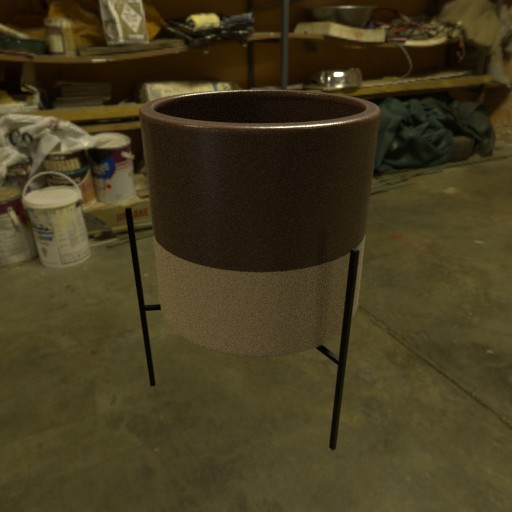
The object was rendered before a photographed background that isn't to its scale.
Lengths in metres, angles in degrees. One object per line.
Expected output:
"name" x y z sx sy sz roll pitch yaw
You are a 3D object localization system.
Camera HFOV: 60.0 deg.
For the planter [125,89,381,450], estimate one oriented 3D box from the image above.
"planter" 0.000 0.000 0.529 0.250 0.353 0.260 8 28 15
